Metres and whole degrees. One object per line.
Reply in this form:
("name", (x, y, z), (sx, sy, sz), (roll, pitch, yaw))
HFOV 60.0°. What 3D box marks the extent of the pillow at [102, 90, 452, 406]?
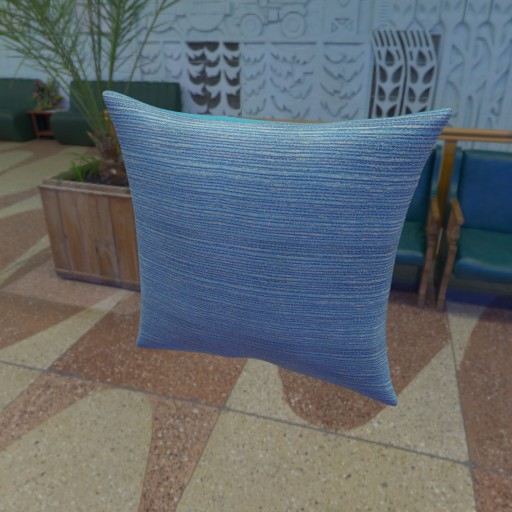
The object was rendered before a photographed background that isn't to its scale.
("pillow", (0.000, 0.000, 0.730), (0.514, 0.497, 0.150), (8, 27, 17))
